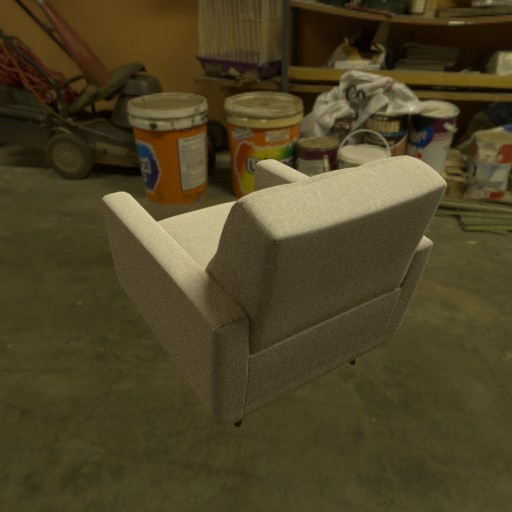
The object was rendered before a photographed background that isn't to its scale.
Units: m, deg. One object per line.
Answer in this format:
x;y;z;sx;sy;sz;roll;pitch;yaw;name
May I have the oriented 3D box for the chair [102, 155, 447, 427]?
0.000;0.000;1.790;0.897;0.965;1.128;-19;36;-28;chair
